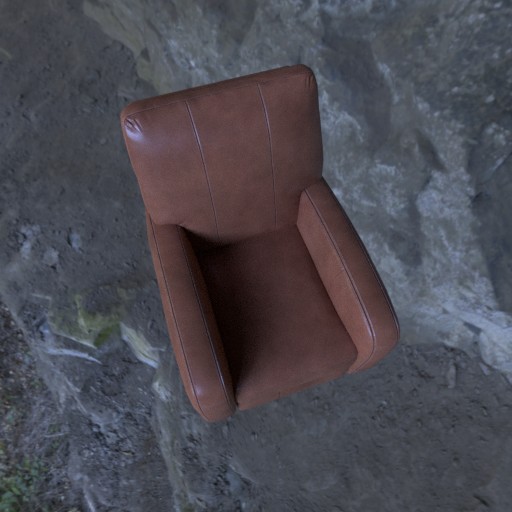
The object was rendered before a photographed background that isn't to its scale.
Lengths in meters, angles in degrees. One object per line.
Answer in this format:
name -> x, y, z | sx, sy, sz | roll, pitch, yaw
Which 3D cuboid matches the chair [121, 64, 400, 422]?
chair -> 0.000, 0.000, 1.680 | 0.762, 0.990, 0.990 | -16, 64, -8
